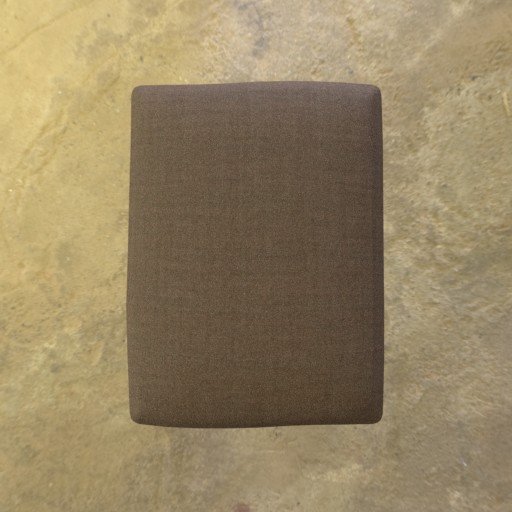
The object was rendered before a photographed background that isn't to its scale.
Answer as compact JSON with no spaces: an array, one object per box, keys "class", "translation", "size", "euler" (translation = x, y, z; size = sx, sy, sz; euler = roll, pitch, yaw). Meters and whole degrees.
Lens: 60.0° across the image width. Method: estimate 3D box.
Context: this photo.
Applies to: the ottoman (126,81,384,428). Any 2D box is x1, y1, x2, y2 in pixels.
[{"class":"ottoman","translation":[0.000,0.000,1.212],"size":[0.599,0.555,0.809],"euler":[0,89,1]}]
